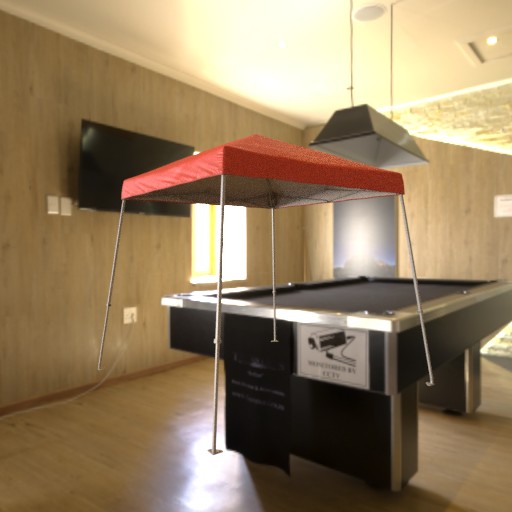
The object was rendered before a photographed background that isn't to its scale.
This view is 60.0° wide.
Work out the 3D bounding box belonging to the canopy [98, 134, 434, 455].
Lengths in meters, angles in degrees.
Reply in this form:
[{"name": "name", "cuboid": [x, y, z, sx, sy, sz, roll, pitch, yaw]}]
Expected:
[{"name": "canopy", "cuboid": [0.000, 0.000, 5.222, 2.850, 2.850, 2.849, -1, 2, -36]}]
